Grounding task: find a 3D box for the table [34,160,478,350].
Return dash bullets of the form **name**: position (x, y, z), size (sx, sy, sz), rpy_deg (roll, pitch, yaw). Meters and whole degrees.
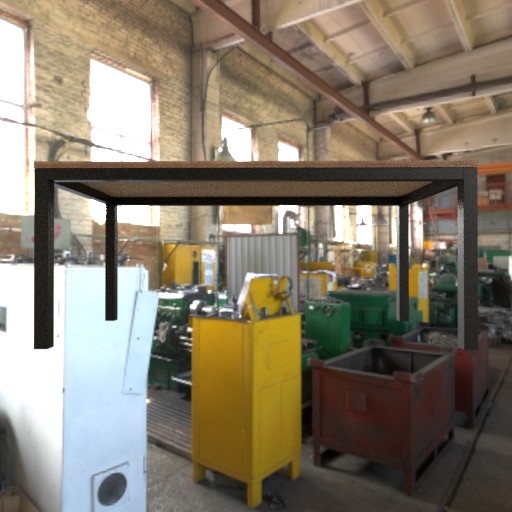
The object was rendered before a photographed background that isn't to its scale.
- **table**: position (0.000, 0.000, 2.243), size (1.805, 0.767, 0.893), rpy_deg (0, 0, 1)
